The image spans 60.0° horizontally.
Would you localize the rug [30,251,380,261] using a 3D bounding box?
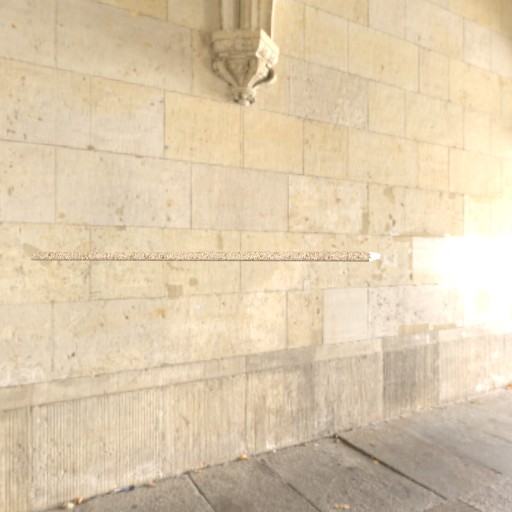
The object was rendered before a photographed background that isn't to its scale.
[{"bbox_3d":[0.000,0.000,2.306,1.219,0.030,1.778,0,0,16],"label":"rug"}]
